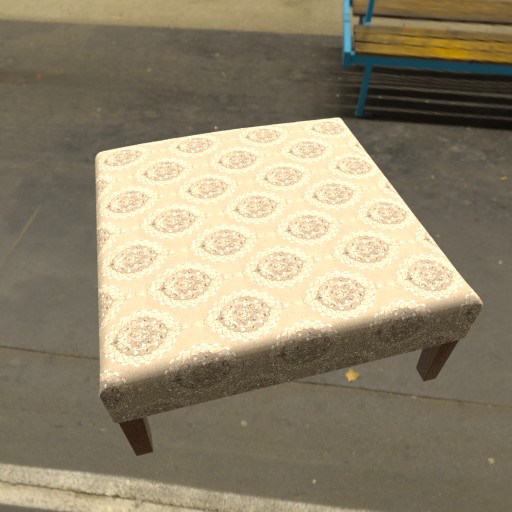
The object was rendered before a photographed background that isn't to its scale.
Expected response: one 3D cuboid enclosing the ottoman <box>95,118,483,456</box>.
[{"bbox_3d":[0.000,0.000,1.373,0.890,0.411,0.889,-11,48,-10],"label":"ottoman"}]
